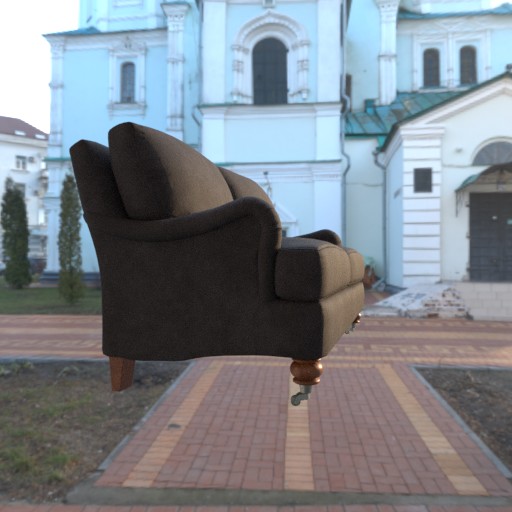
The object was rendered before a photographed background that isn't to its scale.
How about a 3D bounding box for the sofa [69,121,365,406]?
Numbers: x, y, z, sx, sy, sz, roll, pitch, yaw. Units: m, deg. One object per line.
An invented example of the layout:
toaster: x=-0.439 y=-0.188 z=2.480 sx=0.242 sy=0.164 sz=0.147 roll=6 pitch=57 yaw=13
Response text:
sofa: x=0.000 y=0.000 z=2.506 sx=1.084 sy=1.101 sz=1.853 roll=0 pitch=-1 yaw=18
